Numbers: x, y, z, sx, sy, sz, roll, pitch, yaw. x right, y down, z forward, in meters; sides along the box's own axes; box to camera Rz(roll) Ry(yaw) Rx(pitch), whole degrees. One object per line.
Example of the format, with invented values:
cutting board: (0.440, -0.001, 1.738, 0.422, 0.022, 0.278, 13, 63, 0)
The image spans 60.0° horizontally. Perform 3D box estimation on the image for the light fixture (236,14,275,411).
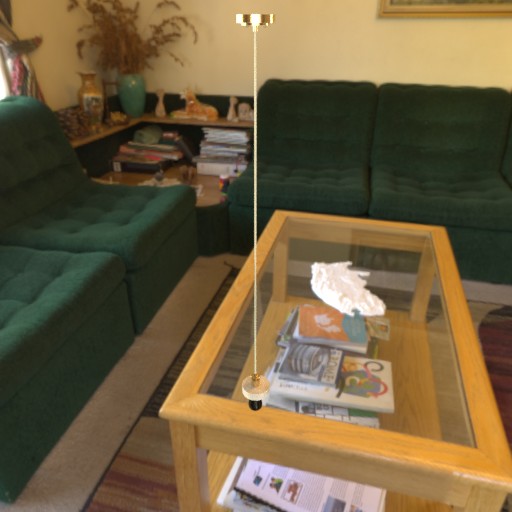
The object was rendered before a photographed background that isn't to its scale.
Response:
light fixture: (0.000, 0.000, 1.745, 0.129, 1.669, 0.129, -1, 28, -3)
